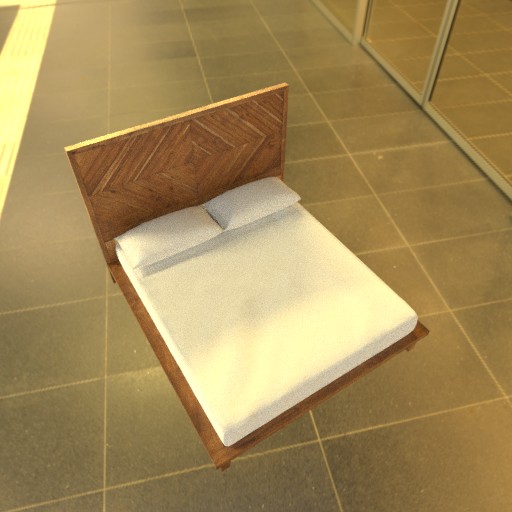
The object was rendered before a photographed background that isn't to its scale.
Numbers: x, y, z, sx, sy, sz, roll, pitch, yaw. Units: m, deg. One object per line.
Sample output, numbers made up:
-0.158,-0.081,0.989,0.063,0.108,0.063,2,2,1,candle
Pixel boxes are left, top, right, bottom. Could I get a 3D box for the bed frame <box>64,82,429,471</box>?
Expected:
0.000,0.000,3.639,2.038,1.537,2.235,-24,51,-21,bed frame
